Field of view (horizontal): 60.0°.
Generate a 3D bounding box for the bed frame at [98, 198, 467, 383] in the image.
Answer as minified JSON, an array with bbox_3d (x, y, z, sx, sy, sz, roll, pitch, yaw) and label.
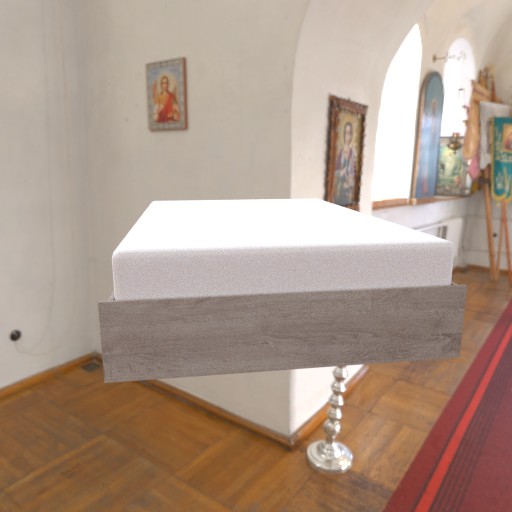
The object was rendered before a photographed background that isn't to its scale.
[{"bbox_3d":[0.000,0.000,2.651,1.445,0.497,1.945,-2,13,-8],"label":"bed frame"}]
